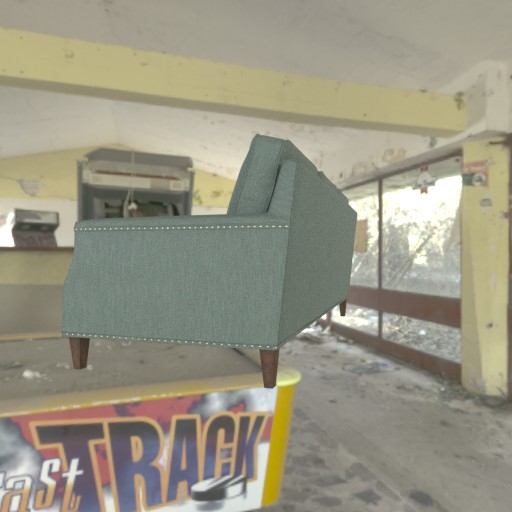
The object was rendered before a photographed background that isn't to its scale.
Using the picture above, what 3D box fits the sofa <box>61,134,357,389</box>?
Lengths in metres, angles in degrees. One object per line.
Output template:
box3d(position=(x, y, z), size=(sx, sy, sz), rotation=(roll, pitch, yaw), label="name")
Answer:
box3d(position=(0.000, 0.000, 2.826), size=(1.084, 1.003, 2.246), rotation=(0, 0, 19), label="sofa")
